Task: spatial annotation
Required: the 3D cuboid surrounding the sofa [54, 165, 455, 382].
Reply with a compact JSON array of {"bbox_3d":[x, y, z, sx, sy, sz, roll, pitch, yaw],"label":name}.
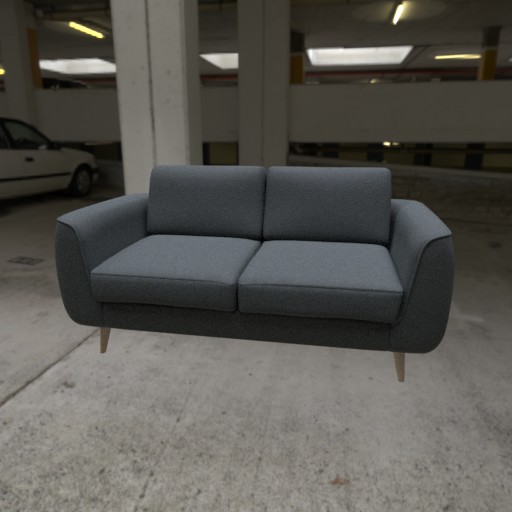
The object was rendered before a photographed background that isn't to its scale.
[{"bbox_3d":[0.000,0.000,2.234,1.700,0.850,0.920,3,16,10],"label":"sofa"}]
